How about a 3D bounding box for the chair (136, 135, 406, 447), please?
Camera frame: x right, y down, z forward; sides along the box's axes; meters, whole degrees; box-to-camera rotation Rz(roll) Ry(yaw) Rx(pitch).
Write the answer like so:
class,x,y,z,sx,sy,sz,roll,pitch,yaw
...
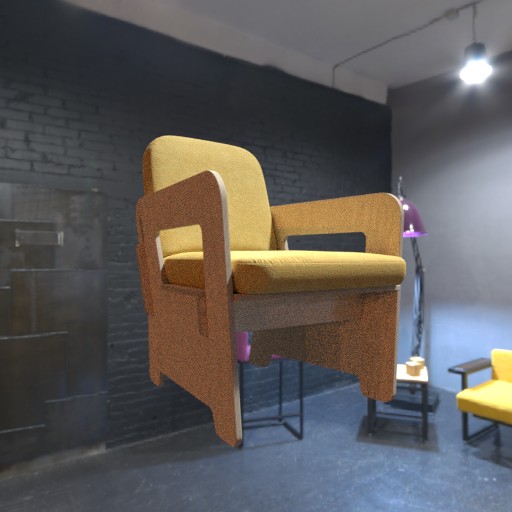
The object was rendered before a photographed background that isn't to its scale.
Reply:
class,x,y,z,sx,sy,sz,roll,pitch,yaw
chair,0.000,0.000,1.295,0.590,0.800,0.710,0,0,-35
